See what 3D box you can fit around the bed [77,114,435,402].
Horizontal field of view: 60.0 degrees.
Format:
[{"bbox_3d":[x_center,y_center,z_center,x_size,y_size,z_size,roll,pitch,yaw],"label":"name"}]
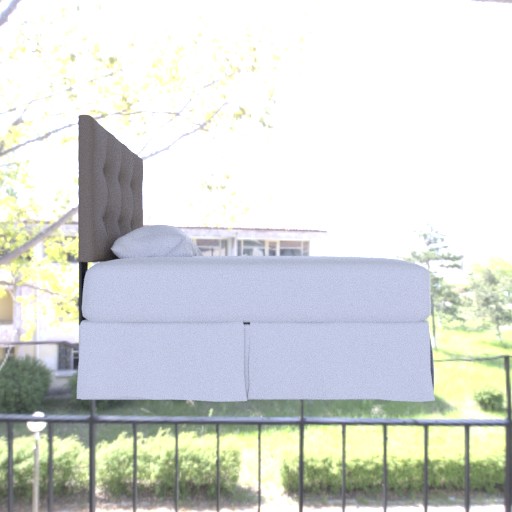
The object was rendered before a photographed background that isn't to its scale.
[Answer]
[{"bbox_3d":[0.000,0.000,2.997,1.997,1.571,1.261,0,0,0],"label":"bed"}]
